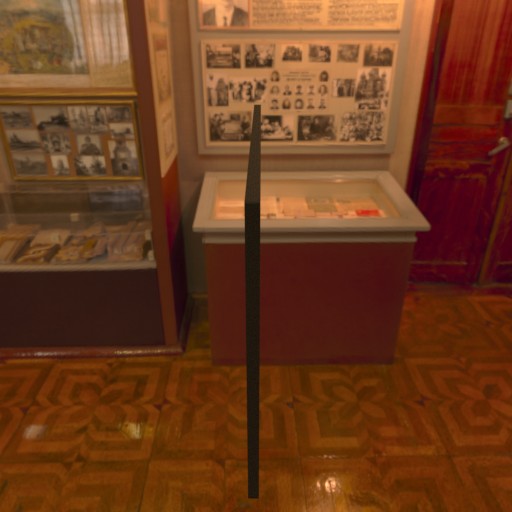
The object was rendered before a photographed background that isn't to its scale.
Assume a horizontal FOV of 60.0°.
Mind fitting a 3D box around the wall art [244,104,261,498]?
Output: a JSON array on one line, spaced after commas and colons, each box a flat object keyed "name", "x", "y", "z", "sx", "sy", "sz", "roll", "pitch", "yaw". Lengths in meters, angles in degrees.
[{"name": "wall art", "x": 0.000, "y": 0.000, "z": 1.210, "sx": 0.026, "sy": 0.656, "sz": 0.958, "roll": 0, "pitch": 27, "yaw": 1}]
